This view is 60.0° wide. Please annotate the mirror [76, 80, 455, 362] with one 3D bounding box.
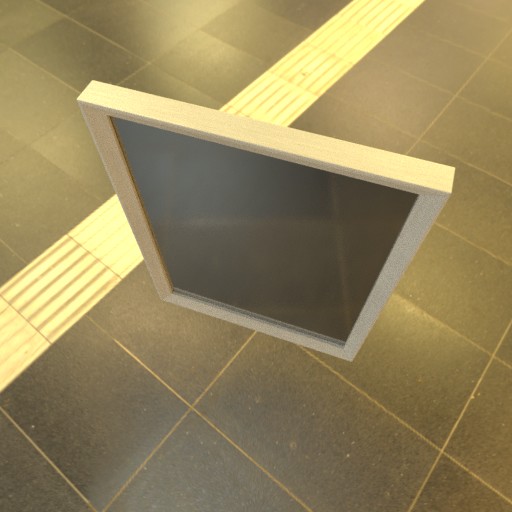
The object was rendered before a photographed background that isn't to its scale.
[{"bbox_3d":[0.000,0.000,0.681,0.406,0.509,0.041,16,60,10],"label":"mirror"}]
